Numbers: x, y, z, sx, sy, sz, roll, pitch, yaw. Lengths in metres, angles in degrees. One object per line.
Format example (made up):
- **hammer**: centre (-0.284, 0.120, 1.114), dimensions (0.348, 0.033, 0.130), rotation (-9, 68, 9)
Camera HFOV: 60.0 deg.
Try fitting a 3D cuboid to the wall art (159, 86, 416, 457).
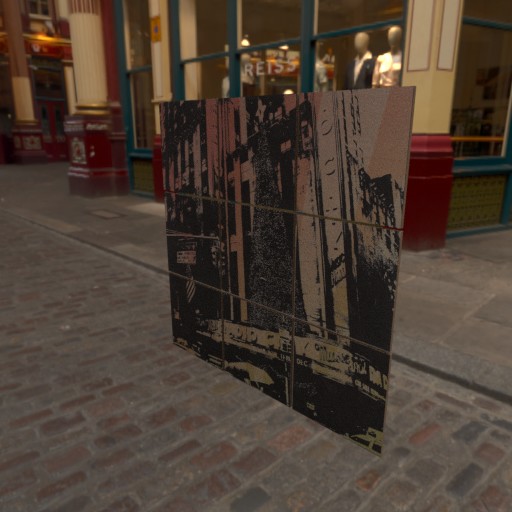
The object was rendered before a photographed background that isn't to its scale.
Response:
- **wall art**: centre (0.000, 0.000, 2.237), dimensions (1.527, 1.521, 0.017), rotation (15, 22, 42)
